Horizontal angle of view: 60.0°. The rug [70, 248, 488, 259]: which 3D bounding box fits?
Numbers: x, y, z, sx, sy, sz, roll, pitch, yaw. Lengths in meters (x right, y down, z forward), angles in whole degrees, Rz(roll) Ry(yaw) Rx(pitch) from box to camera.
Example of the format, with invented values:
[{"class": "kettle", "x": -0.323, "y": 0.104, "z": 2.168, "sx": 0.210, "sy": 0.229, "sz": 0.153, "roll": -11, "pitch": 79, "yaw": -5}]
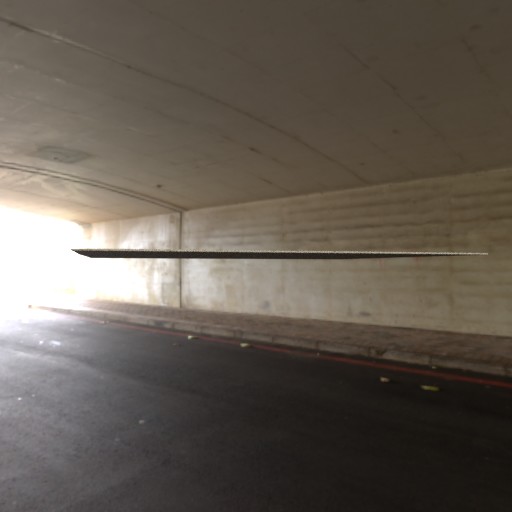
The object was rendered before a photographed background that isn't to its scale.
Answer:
[{"class": "rug", "x": 0.000, "y": 0.000, "z": 4.172, "sx": 3.061, "sy": 0.014, "sz": 2.447, "roll": 0, "pitch": -1, "yaw": -18}]
